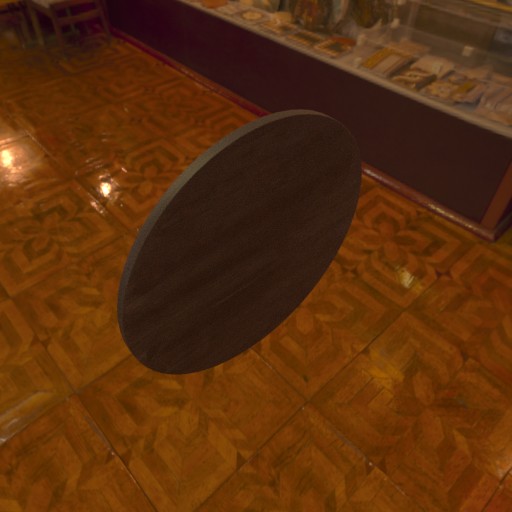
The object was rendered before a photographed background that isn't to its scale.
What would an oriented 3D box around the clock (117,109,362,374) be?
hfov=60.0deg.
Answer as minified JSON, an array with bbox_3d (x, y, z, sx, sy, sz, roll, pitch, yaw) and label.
[{"bbox_3d":[0.000,0.000,0.889,0.595,0.595,0.029,-32,54,-26],"label":"clock"}]
